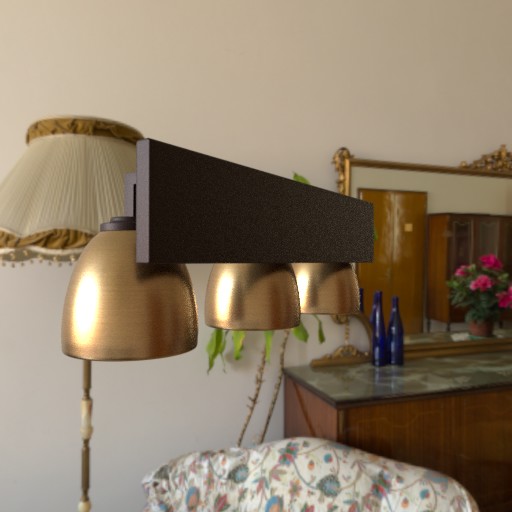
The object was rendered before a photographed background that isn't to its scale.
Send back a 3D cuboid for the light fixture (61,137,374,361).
[{"bbox_3d":[0.000,0.000,0.656,0.157,0.204,0.582,-1,-1,36],"label":"light fixture"}]
